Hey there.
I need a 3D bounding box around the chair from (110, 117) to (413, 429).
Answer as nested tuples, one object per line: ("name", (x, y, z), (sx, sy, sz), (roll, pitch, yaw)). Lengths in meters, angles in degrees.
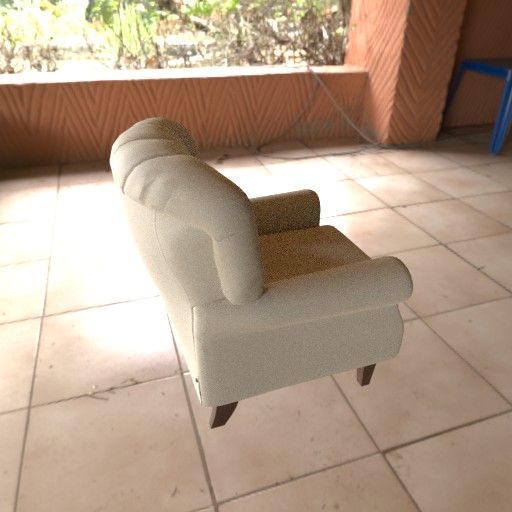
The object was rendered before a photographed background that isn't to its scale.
("chair", (0.000, 0.000, 2.037), (1.132, 1.169, 1.035), (-10, 31, -17))
